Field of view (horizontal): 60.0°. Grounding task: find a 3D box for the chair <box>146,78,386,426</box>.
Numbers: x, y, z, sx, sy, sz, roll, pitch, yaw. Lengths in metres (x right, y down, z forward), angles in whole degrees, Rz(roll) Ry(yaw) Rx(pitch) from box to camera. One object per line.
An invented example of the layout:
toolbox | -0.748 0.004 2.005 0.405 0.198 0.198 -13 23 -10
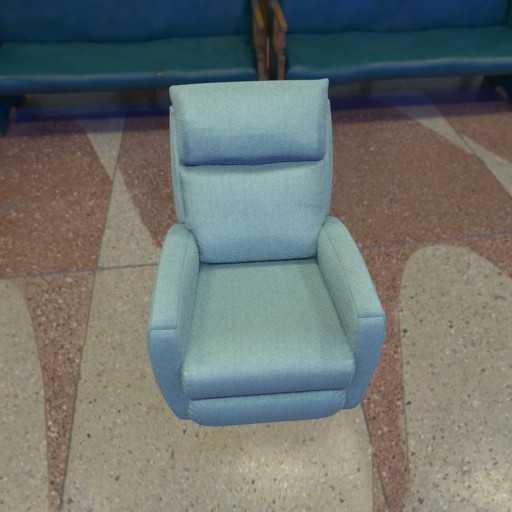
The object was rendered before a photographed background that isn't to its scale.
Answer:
chair | 0.000 0.000 1.699 0.812 1.013 0.940 -3 47 -3
